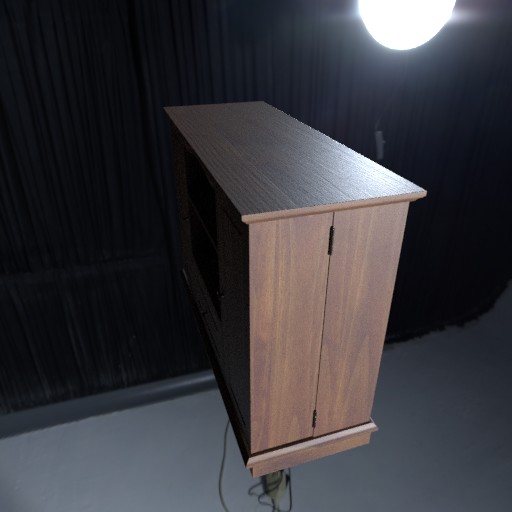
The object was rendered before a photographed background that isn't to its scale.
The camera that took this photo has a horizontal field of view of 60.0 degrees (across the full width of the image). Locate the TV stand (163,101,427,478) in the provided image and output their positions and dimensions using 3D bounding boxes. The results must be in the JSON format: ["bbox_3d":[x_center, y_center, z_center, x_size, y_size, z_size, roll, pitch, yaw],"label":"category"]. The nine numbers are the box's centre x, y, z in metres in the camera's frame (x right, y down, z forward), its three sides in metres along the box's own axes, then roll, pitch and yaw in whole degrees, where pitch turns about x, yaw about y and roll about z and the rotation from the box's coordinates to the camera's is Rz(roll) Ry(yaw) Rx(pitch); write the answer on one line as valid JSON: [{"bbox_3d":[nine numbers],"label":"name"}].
[{"bbox_3d":[0.000,0.000,1.517,0.406,0.813,1.067,-9,31,-16],"label":"TV stand"}]
